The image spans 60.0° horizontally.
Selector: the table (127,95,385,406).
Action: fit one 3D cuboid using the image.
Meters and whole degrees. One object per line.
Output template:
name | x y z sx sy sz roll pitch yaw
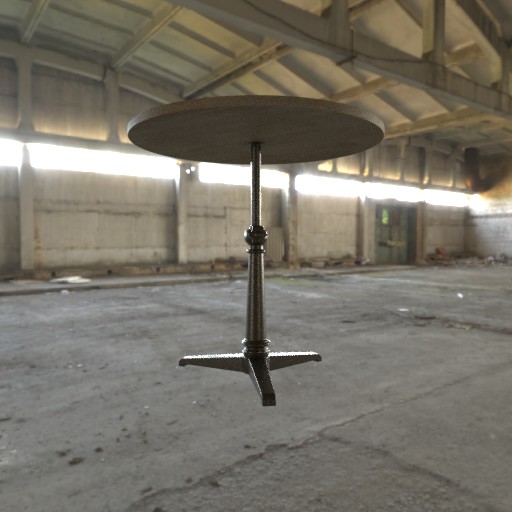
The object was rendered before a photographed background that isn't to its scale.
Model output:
table | 0.000 0.000 1.448 0.800 0.780 0.800 0 2 0
